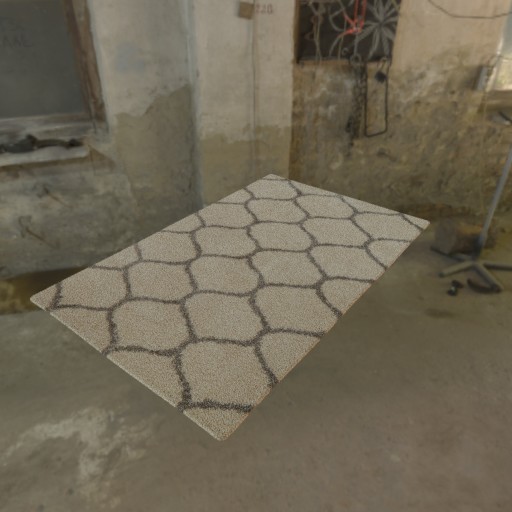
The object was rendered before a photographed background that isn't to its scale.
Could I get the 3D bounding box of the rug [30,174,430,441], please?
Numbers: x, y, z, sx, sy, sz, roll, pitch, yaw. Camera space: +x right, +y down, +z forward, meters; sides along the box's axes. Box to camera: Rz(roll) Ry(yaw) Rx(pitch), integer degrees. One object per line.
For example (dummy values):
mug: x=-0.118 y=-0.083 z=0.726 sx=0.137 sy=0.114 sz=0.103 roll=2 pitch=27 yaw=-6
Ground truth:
rug: x=0.000 y=0.000 z=2.951 sx=1.501 sy=0.024 sz=2.348 roll=23 pitch=40 yaw=31
